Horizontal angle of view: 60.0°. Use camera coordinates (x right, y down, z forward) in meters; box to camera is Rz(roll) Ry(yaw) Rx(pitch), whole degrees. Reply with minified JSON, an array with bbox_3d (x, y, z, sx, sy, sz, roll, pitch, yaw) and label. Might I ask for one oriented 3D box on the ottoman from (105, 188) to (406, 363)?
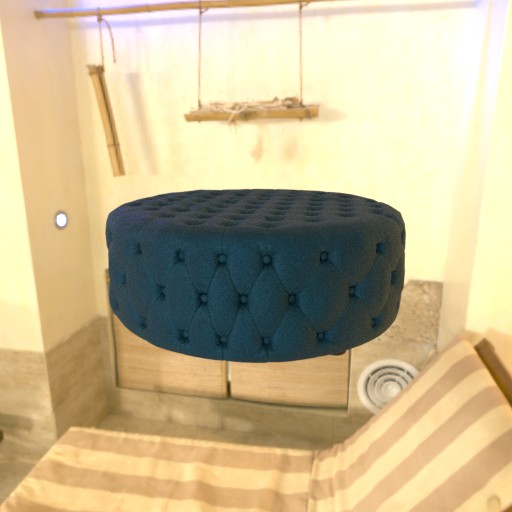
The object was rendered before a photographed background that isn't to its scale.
[{"bbox_3d":[0.000,0.000,1.566,0.998,0.398,0.998,0,15,0],"label":"ottoman"}]
